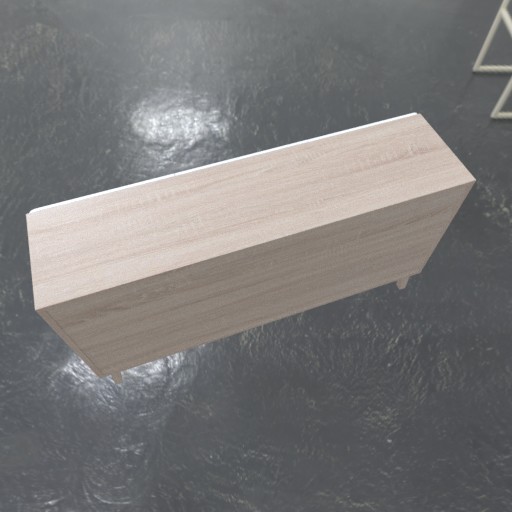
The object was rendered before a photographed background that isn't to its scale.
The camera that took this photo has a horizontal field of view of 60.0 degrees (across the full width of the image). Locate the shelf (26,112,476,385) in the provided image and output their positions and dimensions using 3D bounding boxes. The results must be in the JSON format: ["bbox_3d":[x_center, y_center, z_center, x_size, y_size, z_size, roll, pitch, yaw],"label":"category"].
[{"bbox_3d":[0.000,0.000,1.838,1.490,0.780,0.400,-17,59,-11],"label":"shelf"}]
